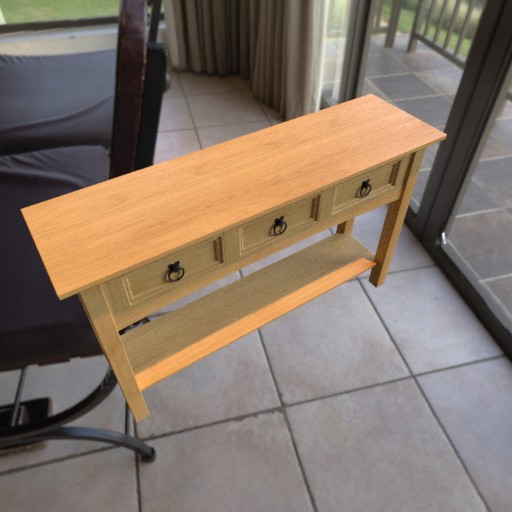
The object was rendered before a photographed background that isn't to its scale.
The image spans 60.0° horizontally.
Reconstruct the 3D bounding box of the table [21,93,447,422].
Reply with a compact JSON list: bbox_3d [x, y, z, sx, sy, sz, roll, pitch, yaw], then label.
[{"bbox_3d":[0.000,0.000,1.550,1.240,0.730,0.350,-25,50,-23],"label":"table"}]
